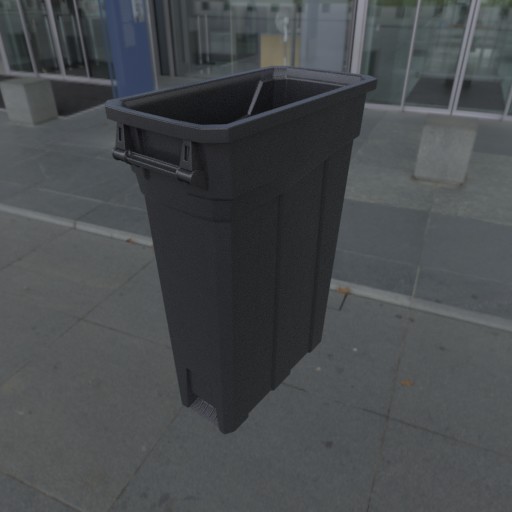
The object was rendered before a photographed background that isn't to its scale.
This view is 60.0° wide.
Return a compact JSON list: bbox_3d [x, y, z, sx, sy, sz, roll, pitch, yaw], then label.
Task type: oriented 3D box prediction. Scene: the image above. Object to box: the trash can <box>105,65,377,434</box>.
[{"bbox_3d":[0.000,0.000,1.058,0.281,0.762,0.559,22,38,32],"label":"trash can"}]
